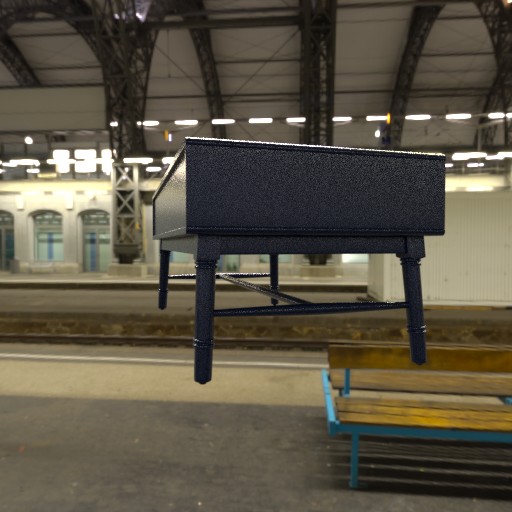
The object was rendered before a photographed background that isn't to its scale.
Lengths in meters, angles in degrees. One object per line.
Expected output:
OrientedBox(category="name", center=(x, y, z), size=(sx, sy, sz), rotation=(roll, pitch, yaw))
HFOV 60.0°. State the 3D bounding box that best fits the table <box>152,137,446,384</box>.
OrientedBox(category="table", center=(0.000, 0.000, 1.384), size=(0.572, 0.457, 1.067), rotation=(0, 2, -16))
